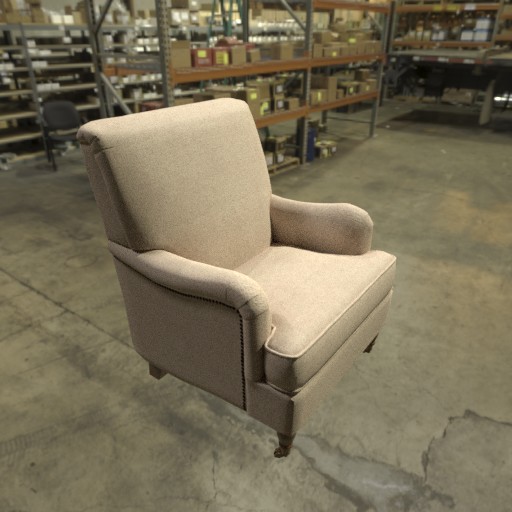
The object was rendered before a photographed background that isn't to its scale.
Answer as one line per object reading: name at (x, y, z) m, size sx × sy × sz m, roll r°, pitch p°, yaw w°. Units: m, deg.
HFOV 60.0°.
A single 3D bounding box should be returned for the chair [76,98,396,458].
chair at (0.000, 0.000, 1.828) m, size 0.953 × 1.119 × 0.879 m, roll 19°, pitch 33°, yaw 32°
